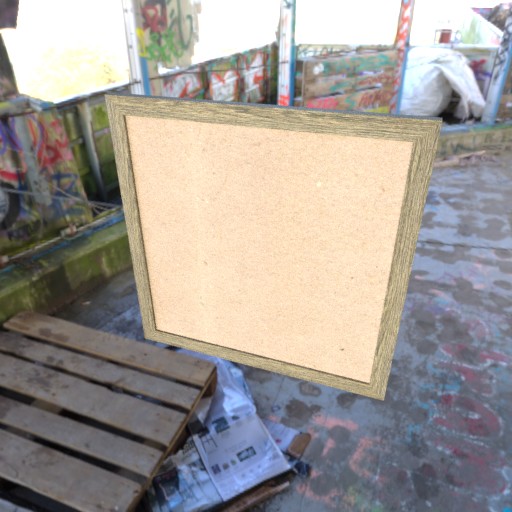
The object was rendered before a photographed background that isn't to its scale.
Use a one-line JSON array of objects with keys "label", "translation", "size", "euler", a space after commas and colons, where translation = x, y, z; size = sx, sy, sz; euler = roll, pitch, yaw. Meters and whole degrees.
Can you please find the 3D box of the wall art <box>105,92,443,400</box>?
[{"label": "wall art", "translation": [0.000, 0.000, 0.771], "size": [0.508, 0.508, 0.019], "euler": [10, 32, 17]}]
